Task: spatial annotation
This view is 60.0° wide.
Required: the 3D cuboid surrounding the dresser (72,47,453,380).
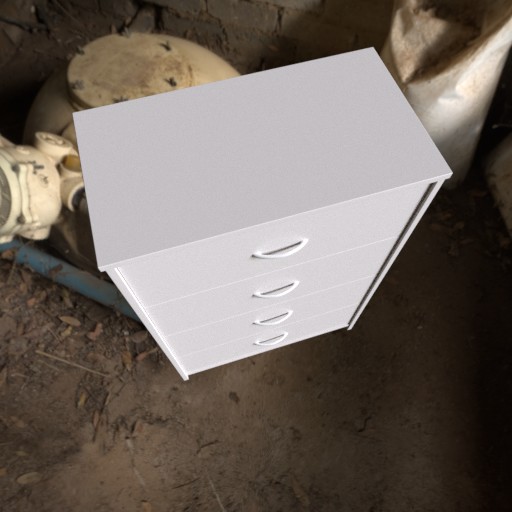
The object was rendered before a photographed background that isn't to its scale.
[{"bbox_3d":[0.000,0.000,1.369,0.704,1.021,0.401,-16,64,-8],"label":"dresser"}]
